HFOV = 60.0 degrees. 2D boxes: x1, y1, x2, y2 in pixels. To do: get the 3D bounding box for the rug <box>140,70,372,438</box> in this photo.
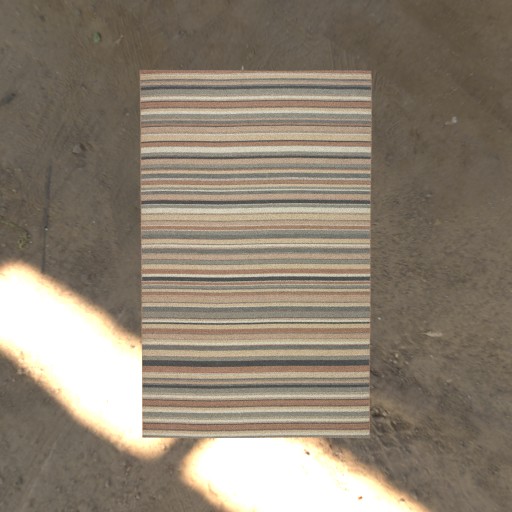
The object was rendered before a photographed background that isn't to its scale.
[{"bbox_3d":[0.000,0.000,2.939,1.523,0.014,2.438,0,91,0],"label":"rug"}]
